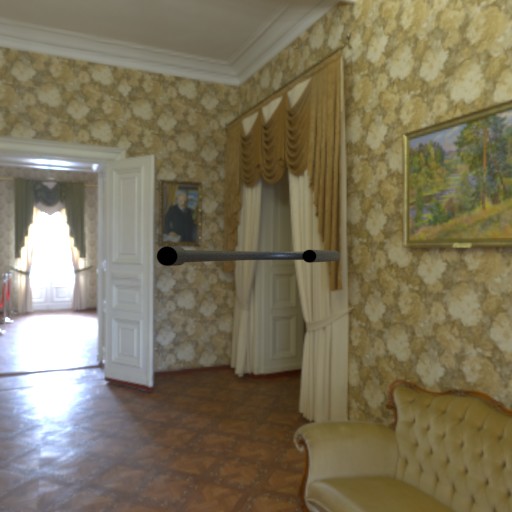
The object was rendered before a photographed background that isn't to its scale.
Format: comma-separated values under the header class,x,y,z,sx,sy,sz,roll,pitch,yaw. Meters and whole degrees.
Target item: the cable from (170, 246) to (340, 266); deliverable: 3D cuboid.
class,x,y,z,sx,sy,sz,roll,pitch,yaw
cable,0.000,0.000,0.113,0.040,0.006,0.098,0,0,19
